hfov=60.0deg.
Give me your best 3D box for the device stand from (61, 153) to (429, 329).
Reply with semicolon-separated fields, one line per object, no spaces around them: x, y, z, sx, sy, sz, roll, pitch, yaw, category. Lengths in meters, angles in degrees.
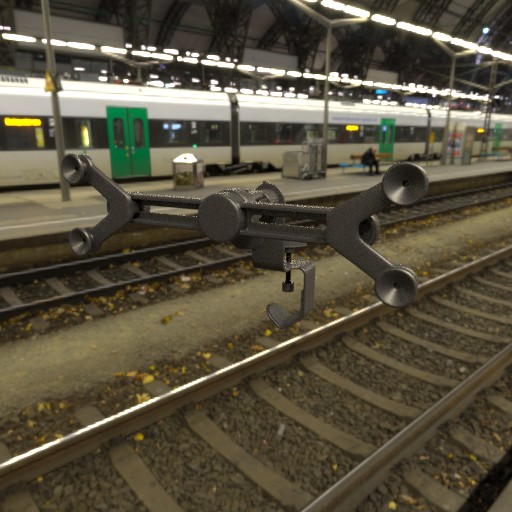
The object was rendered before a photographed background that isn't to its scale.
0.000;0.000;0.366;0.270;0.166;0.142;8;17;26;device stand
